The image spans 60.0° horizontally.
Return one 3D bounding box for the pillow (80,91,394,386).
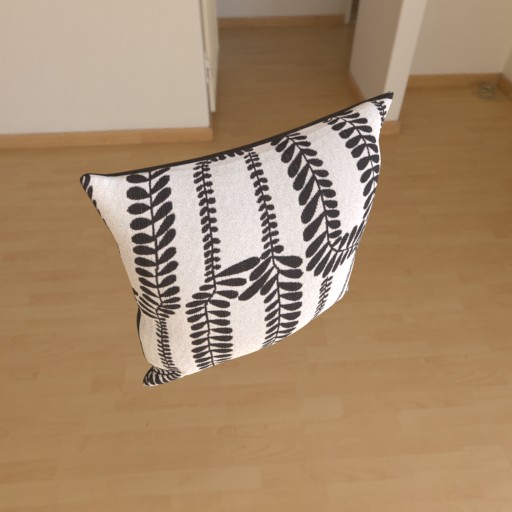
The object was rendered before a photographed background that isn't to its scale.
[{"bbox_3d":[0.000,0.000,0.685,0.440,0.441,0.182,-22,49,-20],"label":"pillow"}]
